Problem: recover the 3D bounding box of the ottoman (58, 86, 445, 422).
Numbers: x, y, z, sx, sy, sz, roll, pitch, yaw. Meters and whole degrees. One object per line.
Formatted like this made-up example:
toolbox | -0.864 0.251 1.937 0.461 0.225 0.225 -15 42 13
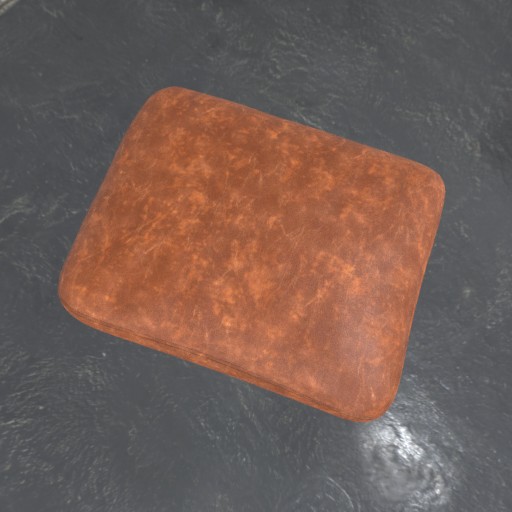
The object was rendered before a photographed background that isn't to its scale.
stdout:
ottoman | 0.000 0.000 1.234 0.832 0.562 0.657 19 76 5
